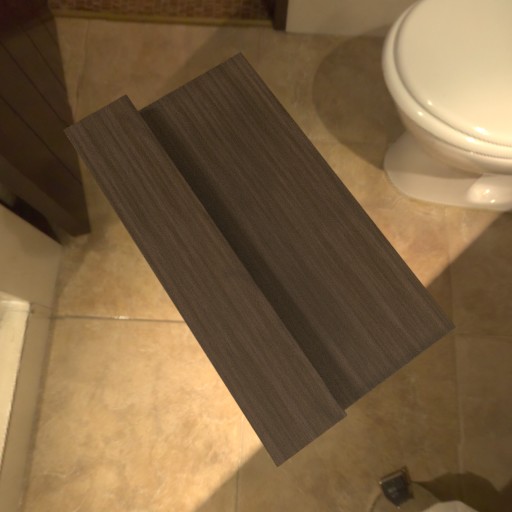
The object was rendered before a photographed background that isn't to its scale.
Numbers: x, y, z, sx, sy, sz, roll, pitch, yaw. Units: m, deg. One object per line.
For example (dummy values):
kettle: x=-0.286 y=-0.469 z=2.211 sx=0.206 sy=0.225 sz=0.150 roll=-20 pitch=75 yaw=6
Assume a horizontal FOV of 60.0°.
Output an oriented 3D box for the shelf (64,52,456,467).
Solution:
shelf: x=0.000 y=0.000 z=1.755 sx=0.685 sy=0.865 sz=1.212 roll=-33 pitch=78 yaw=-8
